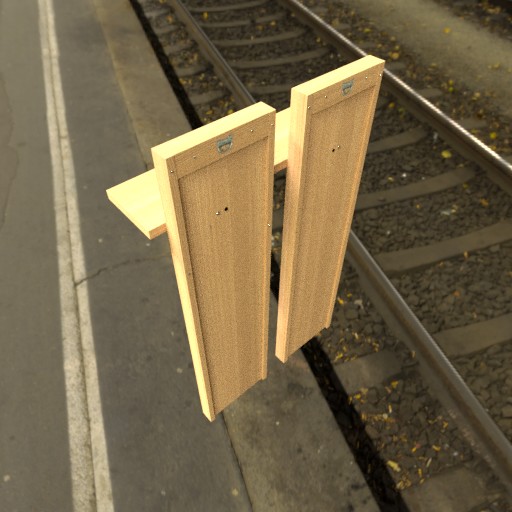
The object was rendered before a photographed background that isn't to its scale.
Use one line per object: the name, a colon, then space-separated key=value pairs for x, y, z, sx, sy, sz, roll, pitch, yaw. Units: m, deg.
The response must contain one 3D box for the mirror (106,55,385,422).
mirror: x=0.000 y=0.000 z=1.562 sx=0.800 sy=1.250 sz=0.260 roll=-32 pitch=54 yaw=-27
